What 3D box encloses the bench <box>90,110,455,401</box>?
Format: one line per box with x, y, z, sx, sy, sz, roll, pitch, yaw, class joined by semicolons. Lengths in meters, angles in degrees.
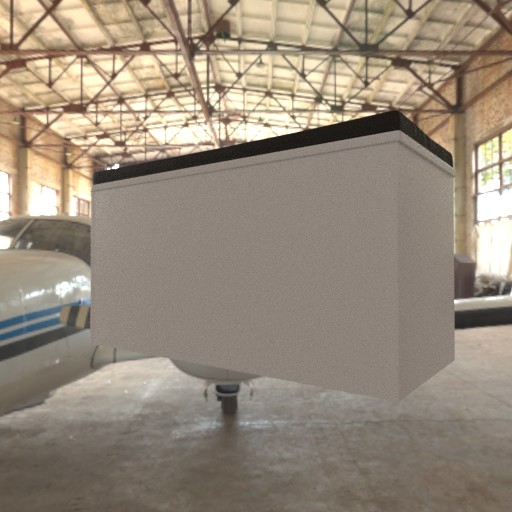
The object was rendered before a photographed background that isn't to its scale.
0.000;0.000;1.169;0.899;0.500;0.401;-1;-1;37;bench
